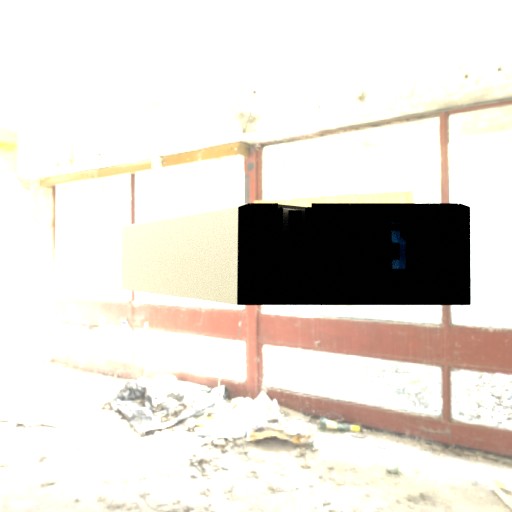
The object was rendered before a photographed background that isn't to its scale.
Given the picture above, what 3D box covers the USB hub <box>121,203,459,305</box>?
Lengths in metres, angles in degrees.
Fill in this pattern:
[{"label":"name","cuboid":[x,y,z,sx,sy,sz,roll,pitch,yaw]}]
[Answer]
[{"label":"USB hub","cuboid":[0.000,0.000,0.131,0.044,0.023,0.110,1,-1,-37]}]
